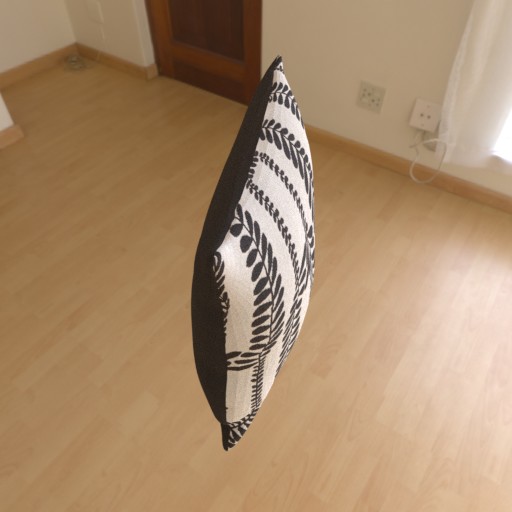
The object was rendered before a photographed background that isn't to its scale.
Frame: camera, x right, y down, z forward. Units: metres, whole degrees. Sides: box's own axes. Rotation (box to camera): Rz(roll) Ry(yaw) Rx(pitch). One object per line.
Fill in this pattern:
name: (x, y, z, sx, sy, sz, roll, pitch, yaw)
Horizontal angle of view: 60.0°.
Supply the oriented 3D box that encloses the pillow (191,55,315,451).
pillow: (0.000, 0.000, 0.676, 0.182, 0.441, 0.440, 7, 48, 7)
